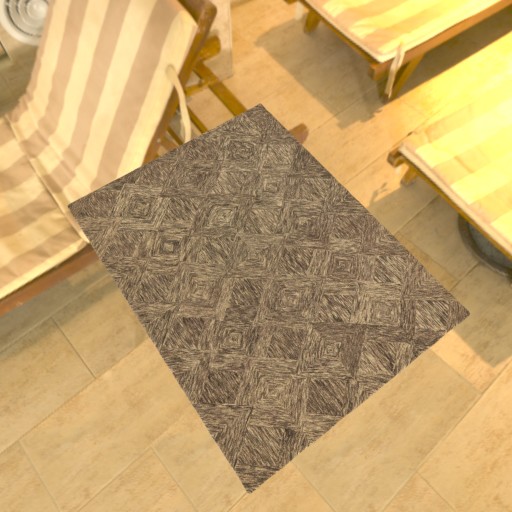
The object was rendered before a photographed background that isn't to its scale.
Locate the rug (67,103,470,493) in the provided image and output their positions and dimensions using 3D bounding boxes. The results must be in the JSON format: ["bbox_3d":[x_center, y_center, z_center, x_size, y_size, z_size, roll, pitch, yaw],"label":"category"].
[{"bbox_3d":[0.000,0.000,4.235,2.448,0.017,3.204,-33,67,-16],"label":"rug"}]
